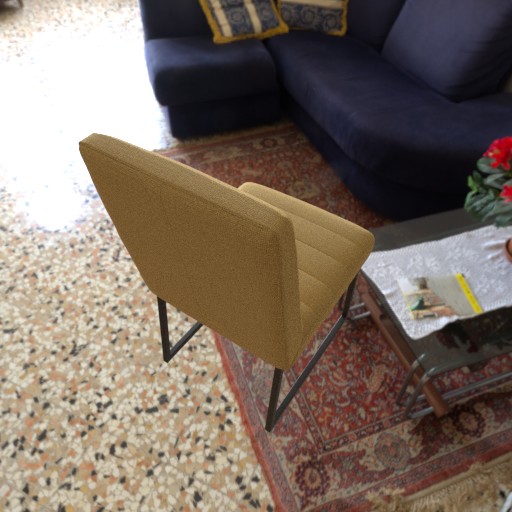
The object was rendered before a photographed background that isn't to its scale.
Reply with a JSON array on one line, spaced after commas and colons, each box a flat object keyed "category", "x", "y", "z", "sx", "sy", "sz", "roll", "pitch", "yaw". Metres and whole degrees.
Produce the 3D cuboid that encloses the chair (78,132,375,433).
[{"category": "chair", "x": 0.000, "y": 0.000, "z": 1.329, "sx": 0.520, "sy": 0.930, "sz": 0.634, "roll": 26, "pitch": 52, "yaw": 23}]
